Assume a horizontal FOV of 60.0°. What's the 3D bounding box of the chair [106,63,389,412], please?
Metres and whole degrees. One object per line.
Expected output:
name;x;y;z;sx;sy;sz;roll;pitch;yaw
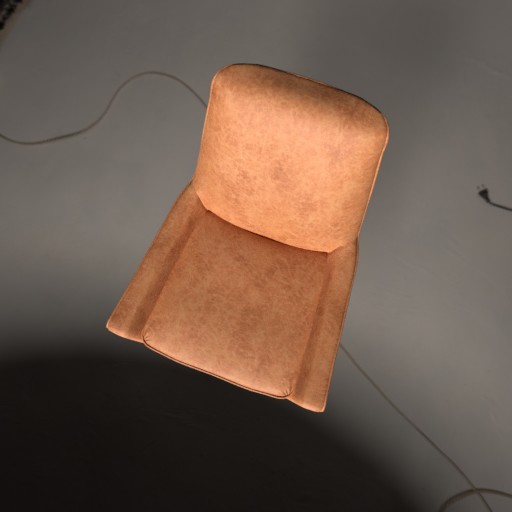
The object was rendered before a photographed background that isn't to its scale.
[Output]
chair;0.000;0.000;1.526;0.753;0.883;0.851;20;77;5
